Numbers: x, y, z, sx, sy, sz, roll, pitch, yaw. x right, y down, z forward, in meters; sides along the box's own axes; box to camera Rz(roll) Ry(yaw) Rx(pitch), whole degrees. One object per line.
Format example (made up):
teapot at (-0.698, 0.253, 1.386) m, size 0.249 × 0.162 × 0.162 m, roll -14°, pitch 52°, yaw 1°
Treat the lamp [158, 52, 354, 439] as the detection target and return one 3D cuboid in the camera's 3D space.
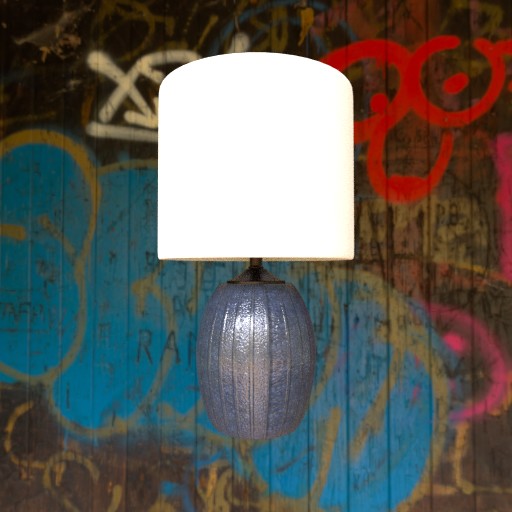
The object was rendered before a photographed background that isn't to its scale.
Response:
lamp at (0.000, 0.000, 0.761) m, size 0.329 × 0.570 × 0.329 m, roll 1°, pitch -2°, yaw -19°
